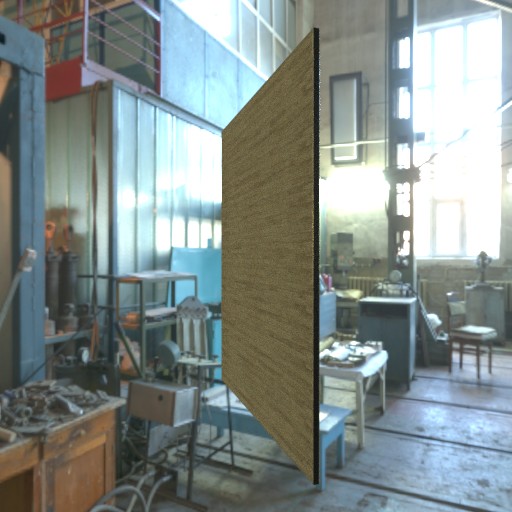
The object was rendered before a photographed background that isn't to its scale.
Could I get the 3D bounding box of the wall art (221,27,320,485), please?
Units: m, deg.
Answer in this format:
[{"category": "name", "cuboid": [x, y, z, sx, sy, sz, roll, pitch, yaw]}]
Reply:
[{"category": "wall art", "cuboid": [0.000, 0.000, 0.771, 0.009, 0.559, 0.483, 0, 0, -18]}]
